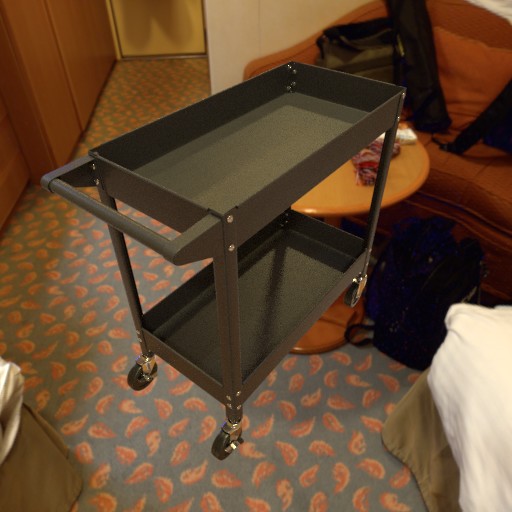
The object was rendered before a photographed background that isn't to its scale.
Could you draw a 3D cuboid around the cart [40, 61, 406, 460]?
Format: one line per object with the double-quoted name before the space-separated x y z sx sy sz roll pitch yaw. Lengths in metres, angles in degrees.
"cart" 0.000 0.000 1.142 0.366 0.719 0.779 27 47 28
